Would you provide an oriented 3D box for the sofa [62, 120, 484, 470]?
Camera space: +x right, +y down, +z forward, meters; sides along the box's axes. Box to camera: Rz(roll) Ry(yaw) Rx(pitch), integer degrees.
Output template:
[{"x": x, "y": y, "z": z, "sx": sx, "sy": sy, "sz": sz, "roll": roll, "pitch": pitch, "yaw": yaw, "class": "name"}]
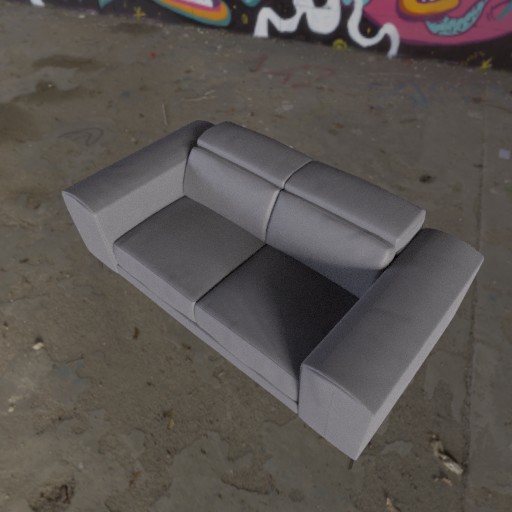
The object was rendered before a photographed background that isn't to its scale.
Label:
[{"x": 0.000, "y": 0.000, "z": 2.316, "sx": 1.895, "sy": 0.779, "sz": 1.003, "roll": 32, "pitch": 54, "yaw": 27, "class": "sofa"}]
